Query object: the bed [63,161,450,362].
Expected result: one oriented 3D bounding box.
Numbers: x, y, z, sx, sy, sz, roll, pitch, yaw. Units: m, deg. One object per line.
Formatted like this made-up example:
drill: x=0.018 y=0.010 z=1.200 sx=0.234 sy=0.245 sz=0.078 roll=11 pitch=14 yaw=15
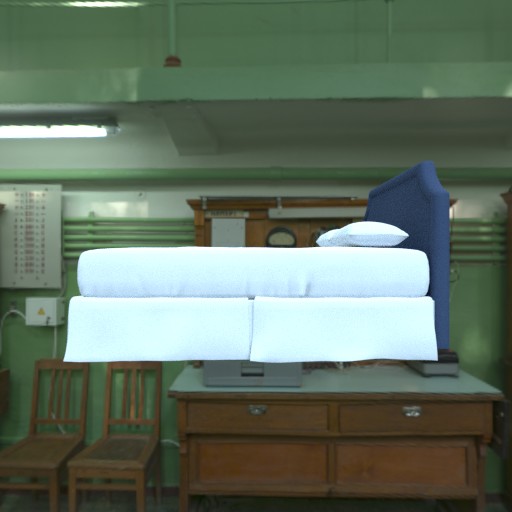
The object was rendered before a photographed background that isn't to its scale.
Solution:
bed: x=0.000 y=0.000 z=4.243 sx=2.773 sy=1.488 sz=2.350 roll=0 pitch=0 yaw=0
